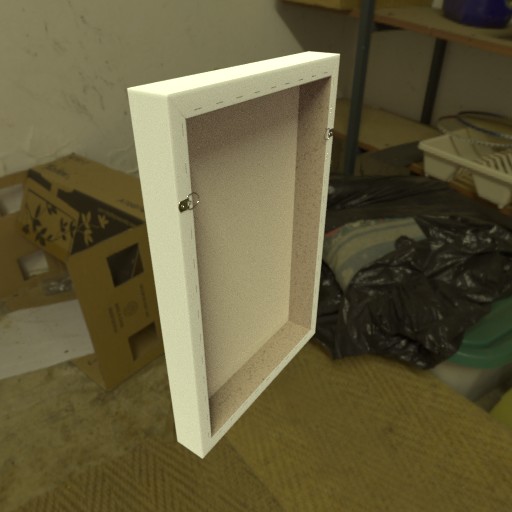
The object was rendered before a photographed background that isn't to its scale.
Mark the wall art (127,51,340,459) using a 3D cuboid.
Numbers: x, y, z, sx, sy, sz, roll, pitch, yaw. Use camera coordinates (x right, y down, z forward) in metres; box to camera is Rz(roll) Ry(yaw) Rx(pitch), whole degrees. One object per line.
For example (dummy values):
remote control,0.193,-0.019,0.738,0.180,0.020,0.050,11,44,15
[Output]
wall art,0.000,0.000,0.482,0.039,0.381,0.252,20,37,30
